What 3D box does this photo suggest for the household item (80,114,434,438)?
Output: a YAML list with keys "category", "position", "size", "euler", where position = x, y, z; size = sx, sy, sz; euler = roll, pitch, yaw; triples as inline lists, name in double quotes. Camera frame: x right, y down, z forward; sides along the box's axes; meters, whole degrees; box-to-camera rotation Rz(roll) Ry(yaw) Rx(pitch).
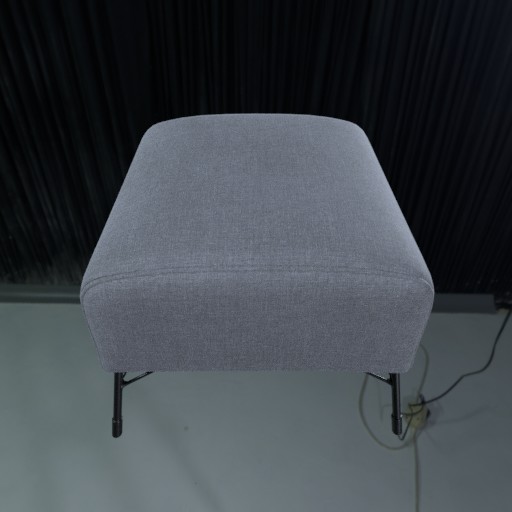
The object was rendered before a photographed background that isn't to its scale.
- category: "household item"
  position: [0.000, 0.000, 0.874]
  size: [0.530, 0.410, 0.530]
  euler: [0, 40, 0]
